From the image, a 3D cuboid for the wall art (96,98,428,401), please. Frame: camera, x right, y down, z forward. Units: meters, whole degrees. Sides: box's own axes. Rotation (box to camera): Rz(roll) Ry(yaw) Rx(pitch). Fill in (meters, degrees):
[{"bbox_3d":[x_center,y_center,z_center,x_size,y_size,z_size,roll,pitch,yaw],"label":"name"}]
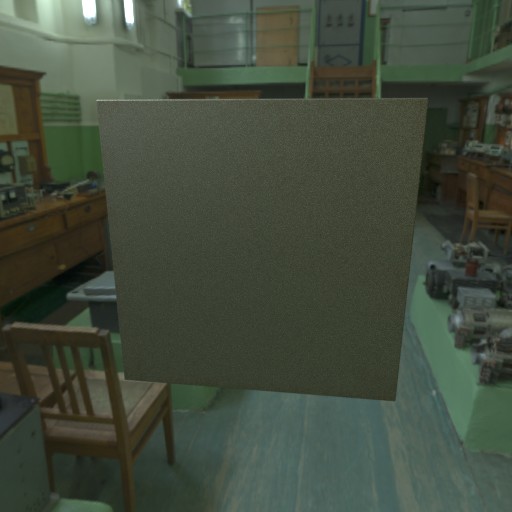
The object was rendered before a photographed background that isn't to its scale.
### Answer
[{"bbox_3d":[0.000,0.000,0.760,0.503,0.506,0.040,2,17,7],"label":"wall art"}]
